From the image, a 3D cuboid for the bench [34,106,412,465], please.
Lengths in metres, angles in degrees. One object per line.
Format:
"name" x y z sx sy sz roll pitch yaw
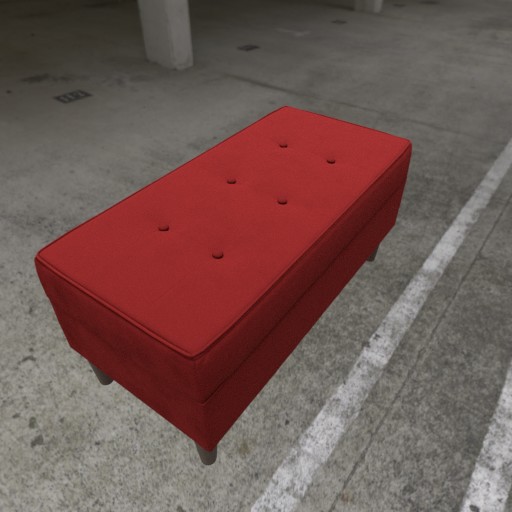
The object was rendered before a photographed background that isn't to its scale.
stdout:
"bench" 0.000 0.000 1.292 0.492 0.471 1.016 25 47 26
